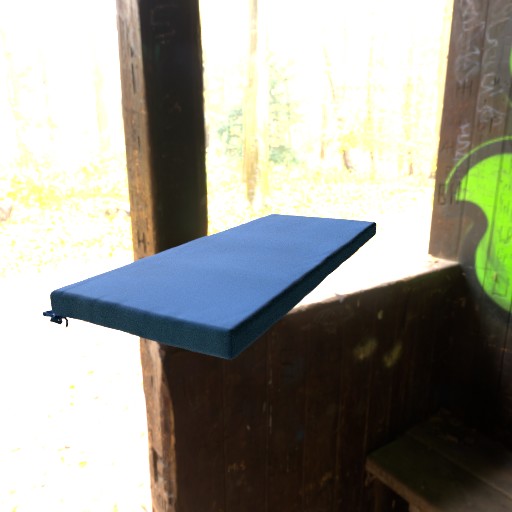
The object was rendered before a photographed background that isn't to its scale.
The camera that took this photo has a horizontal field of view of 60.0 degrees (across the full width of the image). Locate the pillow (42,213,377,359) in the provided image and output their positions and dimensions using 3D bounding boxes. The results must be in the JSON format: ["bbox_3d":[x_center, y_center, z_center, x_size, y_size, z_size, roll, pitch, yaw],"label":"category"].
[{"bbox_3d":[0.000,0.000,1.345,0.492,0.081,1.187,7,17,26],"label":"pillow"}]
